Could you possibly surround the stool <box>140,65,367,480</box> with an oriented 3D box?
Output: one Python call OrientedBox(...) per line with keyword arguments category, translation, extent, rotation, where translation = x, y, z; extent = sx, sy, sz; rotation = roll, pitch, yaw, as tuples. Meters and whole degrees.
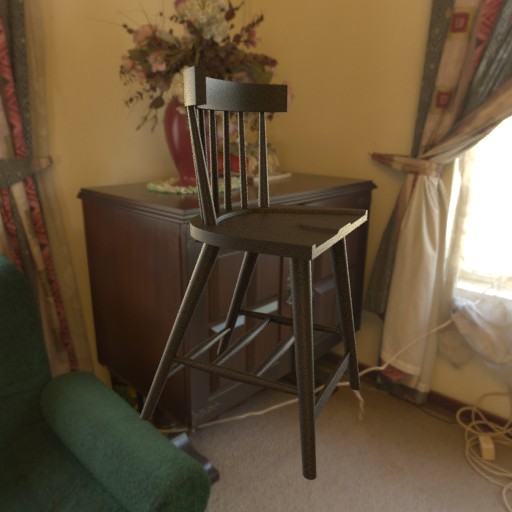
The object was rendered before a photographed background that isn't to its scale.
OrientedBox(category="stool", translation=(0.000, 0.000, 1.263), extent=(0.549, 0.953, 0.494), rotation=(8, 17, 26))
